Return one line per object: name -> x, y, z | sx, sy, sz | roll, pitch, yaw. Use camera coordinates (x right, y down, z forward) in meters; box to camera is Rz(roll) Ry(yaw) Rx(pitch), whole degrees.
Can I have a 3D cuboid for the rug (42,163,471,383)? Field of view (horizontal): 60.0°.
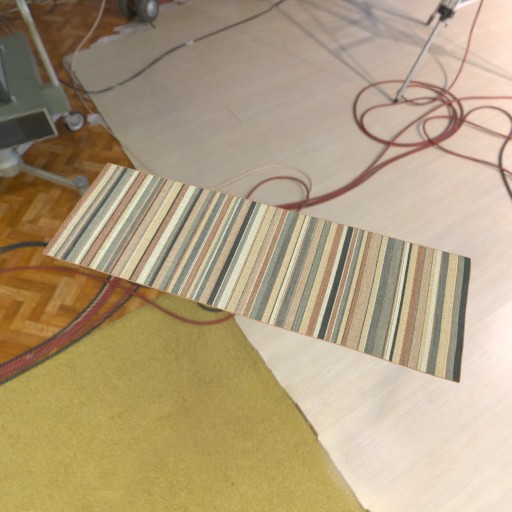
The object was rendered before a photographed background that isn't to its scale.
rug -> 0.000, 0.000, 2.647 | 2.444, 0.010, 0.799 | 16, 58, 10
